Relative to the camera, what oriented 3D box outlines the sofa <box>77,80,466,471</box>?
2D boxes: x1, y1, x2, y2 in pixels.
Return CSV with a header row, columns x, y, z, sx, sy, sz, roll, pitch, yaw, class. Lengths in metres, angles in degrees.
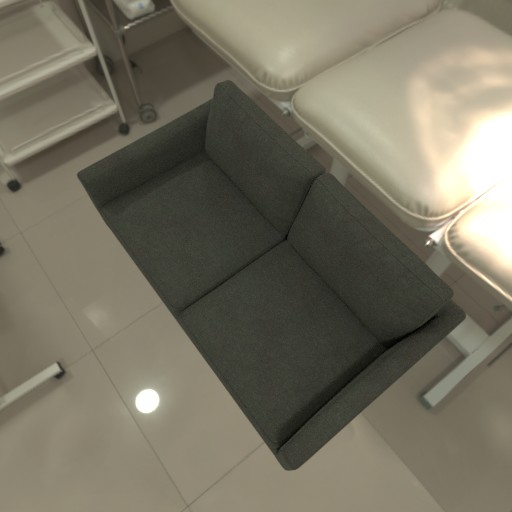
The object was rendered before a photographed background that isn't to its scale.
x,y,z,sx,sy,sz,roll,pitch,yaw,class
0.000,0.000,2.467,1.091,0.845,1.909,-35,68,-16,sofa
